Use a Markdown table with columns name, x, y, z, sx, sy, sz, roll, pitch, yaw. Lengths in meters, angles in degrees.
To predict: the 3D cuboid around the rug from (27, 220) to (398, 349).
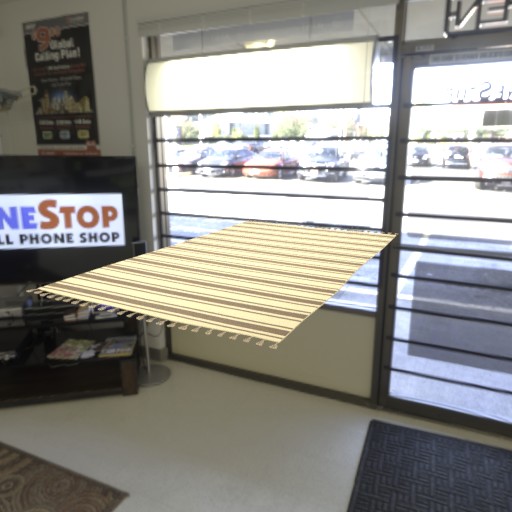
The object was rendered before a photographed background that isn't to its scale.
| name | x | y | z | sx | sy | sz | roll | pitch | yaw |
| --- | --- | --- | --- | --- | --- | --- | --- | --- | --- |
| rug | 0.000 | 0.000 | 2.583 | 1.229 | 0.011 | 2.096 | 8 | 16 | 27 |
